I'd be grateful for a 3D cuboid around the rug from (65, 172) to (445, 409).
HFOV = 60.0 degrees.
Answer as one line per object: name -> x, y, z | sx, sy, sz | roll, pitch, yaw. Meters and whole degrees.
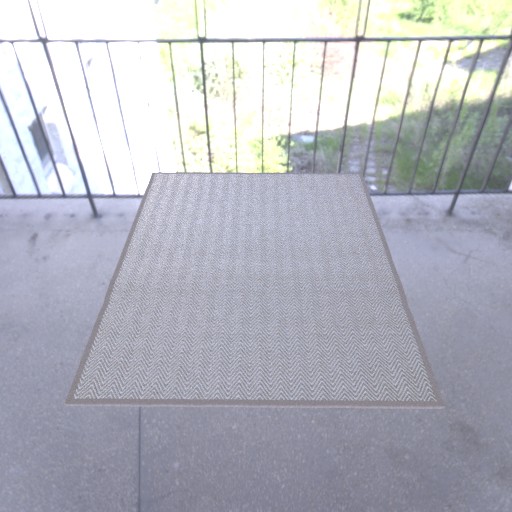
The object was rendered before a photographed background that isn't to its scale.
rug -> 0.000, 0.000, 3.974 | 2.434, 0.032, 3.007 | 0, 40, 0
